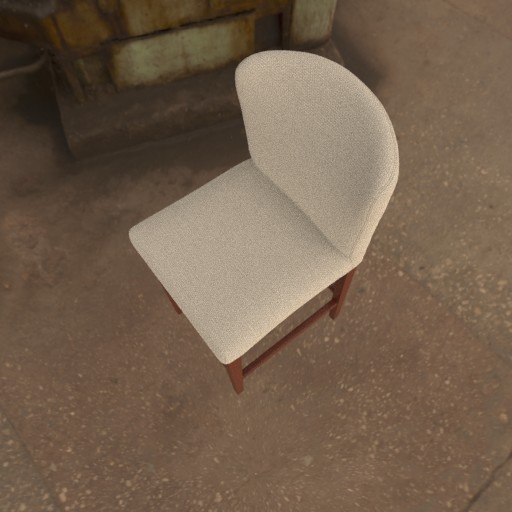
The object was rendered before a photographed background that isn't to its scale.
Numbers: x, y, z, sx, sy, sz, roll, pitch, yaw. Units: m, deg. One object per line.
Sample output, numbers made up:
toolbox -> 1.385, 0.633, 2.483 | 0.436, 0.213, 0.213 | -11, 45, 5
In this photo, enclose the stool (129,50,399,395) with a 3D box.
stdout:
stool -> 0.000, 0.000, 1.358 | 0.568, 1.069, 0.481 | -35, 69, -16
